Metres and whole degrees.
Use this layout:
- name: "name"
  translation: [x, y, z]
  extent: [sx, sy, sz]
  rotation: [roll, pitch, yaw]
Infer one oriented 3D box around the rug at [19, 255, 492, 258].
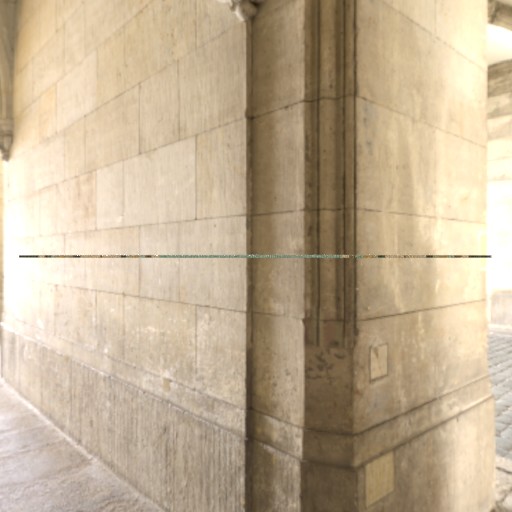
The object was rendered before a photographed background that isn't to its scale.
- name: "rug"
  translation: [0.000, 0.000, 2.300]
  extent: [1.811, 0.010, 1.212]
  rotation: [0, 0, 1]
